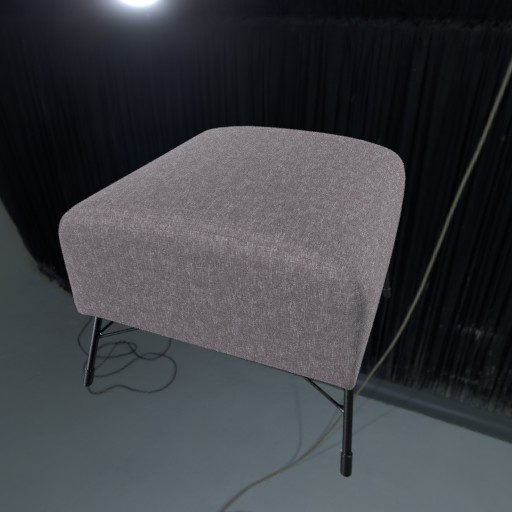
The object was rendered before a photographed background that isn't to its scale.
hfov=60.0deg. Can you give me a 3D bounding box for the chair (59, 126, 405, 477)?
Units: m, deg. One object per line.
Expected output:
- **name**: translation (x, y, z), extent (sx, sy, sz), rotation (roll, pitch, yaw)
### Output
- **chair**: translation (0.000, 0.000, 0.890), extent (0.530, 0.410, 0.530), rotation (12, 33, 18)
